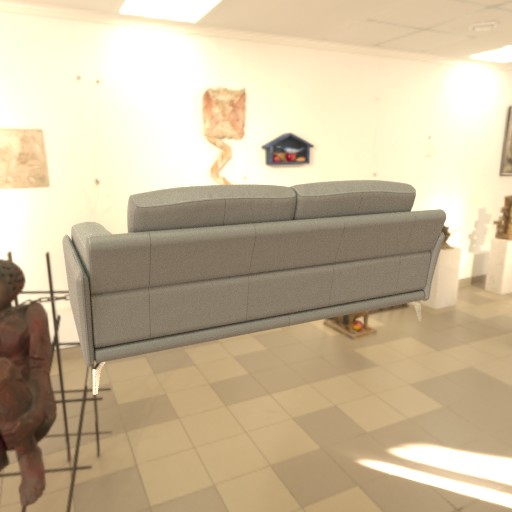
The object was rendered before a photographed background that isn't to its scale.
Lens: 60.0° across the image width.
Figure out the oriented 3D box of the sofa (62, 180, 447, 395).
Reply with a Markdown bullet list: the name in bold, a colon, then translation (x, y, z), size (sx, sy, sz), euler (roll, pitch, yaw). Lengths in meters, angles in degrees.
- **sofa**: translation (0.000, 0.000, 2.694), size (2.101, 0.930, 1.049), euler (-6, 15, -25)
